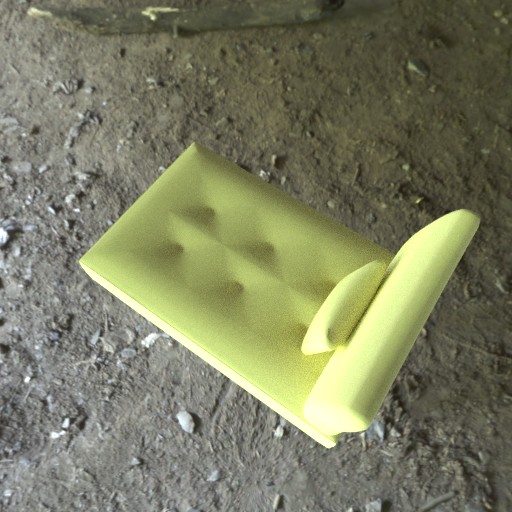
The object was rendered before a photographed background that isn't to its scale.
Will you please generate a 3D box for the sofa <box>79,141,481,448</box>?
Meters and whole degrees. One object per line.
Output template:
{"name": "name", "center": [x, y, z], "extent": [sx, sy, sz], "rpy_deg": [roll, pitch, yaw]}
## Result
{"name": "sofa", "center": [0.000, 0.000, 2.013], "extent": [1.450, 0.820, 0.930], "rpy_deg": [32, 68, 15]}
